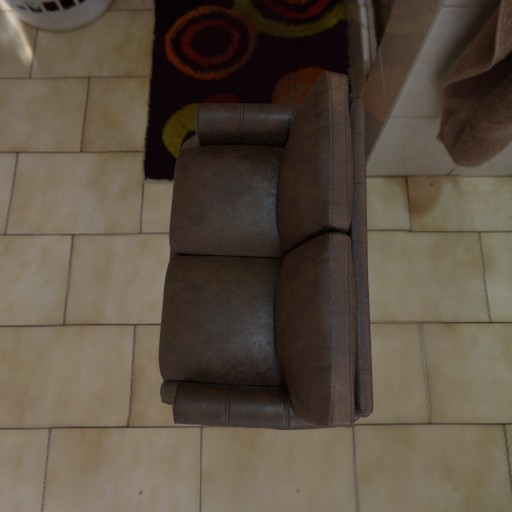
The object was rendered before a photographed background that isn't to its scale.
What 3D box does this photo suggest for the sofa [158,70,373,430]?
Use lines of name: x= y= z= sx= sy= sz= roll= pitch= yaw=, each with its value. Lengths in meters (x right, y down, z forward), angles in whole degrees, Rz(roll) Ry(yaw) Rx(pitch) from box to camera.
sofa: x=0.000 y=0.000 z=2.236 sx=0.990 sy=0.976 sz=1.616 roll=2 pitch=75 yaw=1
